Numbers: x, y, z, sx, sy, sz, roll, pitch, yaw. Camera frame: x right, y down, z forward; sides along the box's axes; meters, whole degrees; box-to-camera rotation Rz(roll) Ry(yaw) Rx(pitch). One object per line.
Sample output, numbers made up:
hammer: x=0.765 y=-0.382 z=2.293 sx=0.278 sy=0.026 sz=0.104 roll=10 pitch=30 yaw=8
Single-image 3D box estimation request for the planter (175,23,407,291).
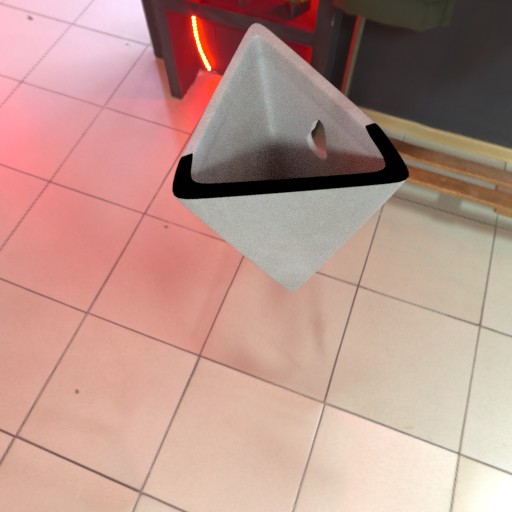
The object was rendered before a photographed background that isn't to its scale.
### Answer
planter: x=0.000 y=0.000 z=0.157 sx=0.047 sy=0.130 sz=0.058 roll=-33 pitch=68 yaw=-16
